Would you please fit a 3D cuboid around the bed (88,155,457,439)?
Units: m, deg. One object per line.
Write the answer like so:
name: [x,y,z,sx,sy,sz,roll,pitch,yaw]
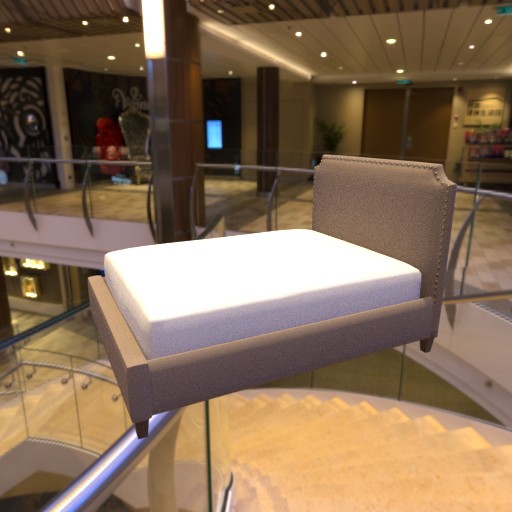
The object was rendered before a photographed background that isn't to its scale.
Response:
bed: [0.000,0.000,3.491,2.372,1.443,1.713,-8,18,-26]
